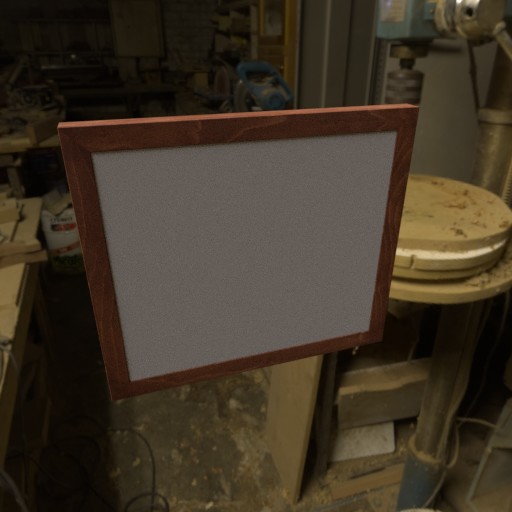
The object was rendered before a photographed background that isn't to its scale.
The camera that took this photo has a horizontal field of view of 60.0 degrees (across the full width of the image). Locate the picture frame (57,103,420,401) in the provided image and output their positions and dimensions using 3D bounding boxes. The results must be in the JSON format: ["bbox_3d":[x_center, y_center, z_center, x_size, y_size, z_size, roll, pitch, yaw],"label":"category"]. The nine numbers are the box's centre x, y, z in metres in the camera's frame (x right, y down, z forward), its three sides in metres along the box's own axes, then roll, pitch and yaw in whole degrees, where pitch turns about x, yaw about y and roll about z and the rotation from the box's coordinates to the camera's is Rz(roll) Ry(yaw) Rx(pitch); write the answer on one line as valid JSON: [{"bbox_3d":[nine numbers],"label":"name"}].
[{"bbox_3d":[0.000,0.000,0.534,0.381,0.330,0.025,-8,28,-16],"label":"picture frame"}]
